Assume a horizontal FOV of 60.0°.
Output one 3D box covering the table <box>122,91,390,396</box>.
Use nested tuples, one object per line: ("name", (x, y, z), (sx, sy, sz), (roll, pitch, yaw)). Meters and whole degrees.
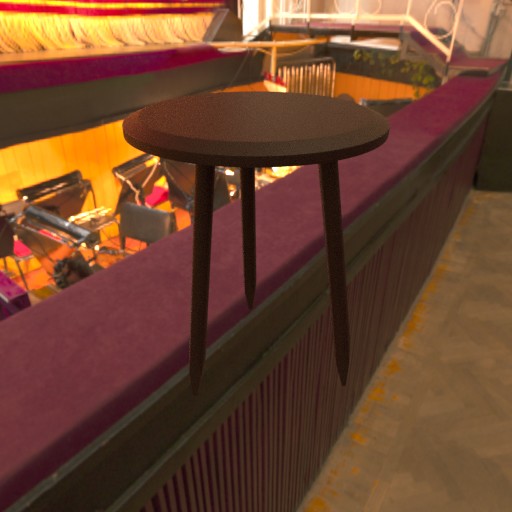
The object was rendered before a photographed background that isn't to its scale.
("table", (0.000, 0.000, 0.922), (0.457, 0.585, 0.457), (0, 30, 0))
